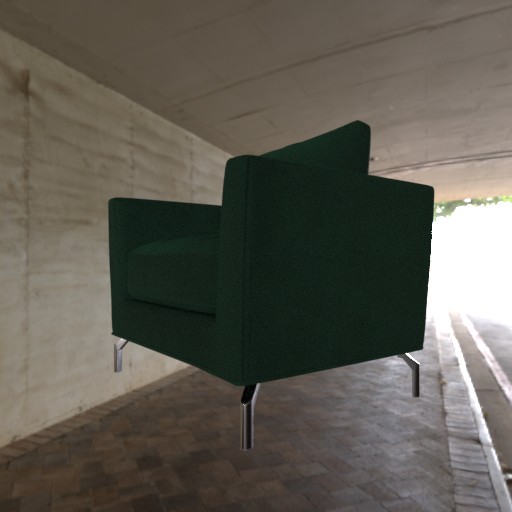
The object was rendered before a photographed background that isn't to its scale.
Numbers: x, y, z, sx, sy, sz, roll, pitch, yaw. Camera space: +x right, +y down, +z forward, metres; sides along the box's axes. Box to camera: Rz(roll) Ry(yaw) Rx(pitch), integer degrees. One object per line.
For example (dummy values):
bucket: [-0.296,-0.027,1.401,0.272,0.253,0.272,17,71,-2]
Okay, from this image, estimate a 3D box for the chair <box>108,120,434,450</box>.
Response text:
chair: [0.000,0.000,1.757,0.852,0.997,1.047,0,-1,-36]
